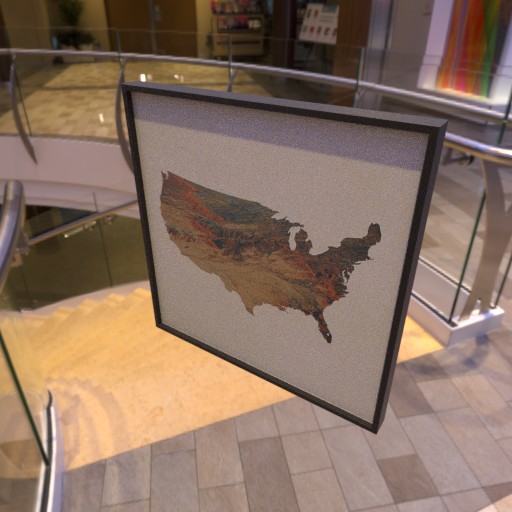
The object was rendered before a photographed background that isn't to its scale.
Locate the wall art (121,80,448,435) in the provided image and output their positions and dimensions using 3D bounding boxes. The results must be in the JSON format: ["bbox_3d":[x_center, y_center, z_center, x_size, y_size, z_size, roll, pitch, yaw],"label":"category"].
[{"bbox_3d":[0.000,0.000,0.744,0.507,0.507,0.038,19,35,29],"label":"wall art"}]
